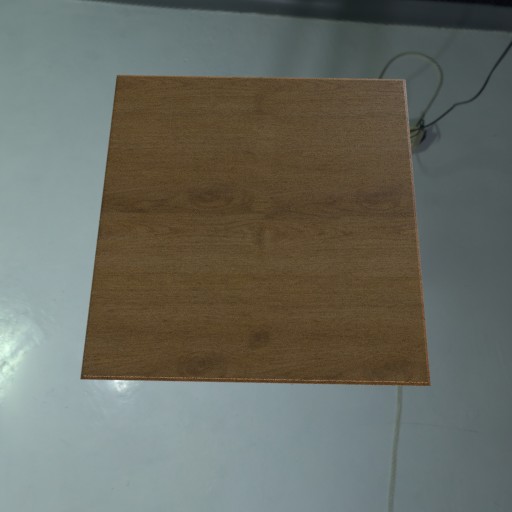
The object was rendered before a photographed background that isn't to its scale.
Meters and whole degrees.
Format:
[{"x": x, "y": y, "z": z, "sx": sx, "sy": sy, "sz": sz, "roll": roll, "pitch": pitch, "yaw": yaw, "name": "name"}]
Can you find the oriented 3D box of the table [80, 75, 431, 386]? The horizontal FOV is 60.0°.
[{"x": 0.000, "y": 0.000, "z": 1.127, "sx": 0.612, "sy": 0.593, "sz": 0.616, "roll": 1, "pitch": 74, "yaw": 0, "name": "table"}]
